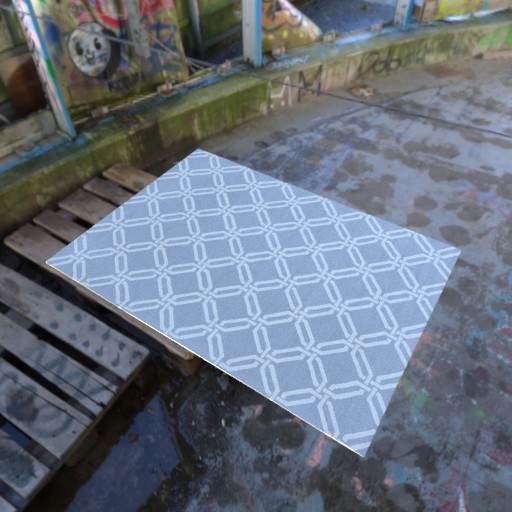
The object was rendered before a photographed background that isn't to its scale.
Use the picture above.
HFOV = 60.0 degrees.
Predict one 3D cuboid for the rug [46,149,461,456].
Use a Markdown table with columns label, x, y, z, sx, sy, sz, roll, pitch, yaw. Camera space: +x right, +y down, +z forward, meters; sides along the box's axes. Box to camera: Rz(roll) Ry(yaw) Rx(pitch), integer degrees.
| label | x | y | z | sx | sy | sz | roll | pitch | yaw |
| --- | --- | --- | --- | --- | --- | --- | --- | --- | --- |
| rug | 0.000 | 0.000 | 2.782 | 2.133 | 0.013 | 1.522 | 25 | 51 | 22 |
